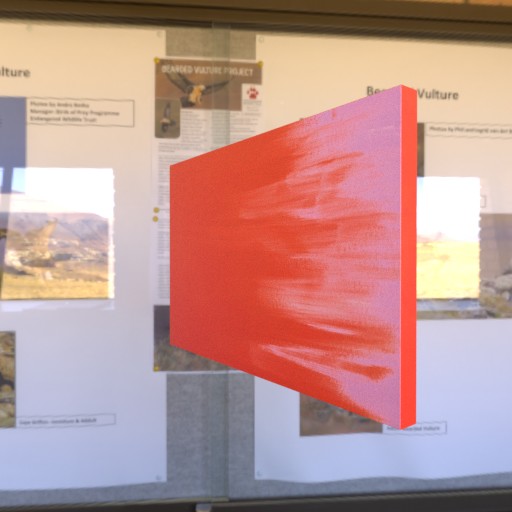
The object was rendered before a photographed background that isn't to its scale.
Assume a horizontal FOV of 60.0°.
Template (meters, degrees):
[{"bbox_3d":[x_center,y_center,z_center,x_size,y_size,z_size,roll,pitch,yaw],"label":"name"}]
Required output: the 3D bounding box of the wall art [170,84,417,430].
[{"bbox_3d":[0.000,0.000,0.771,0.033,0.405,0.607,0,1,-37],"label":"wall art"}]
